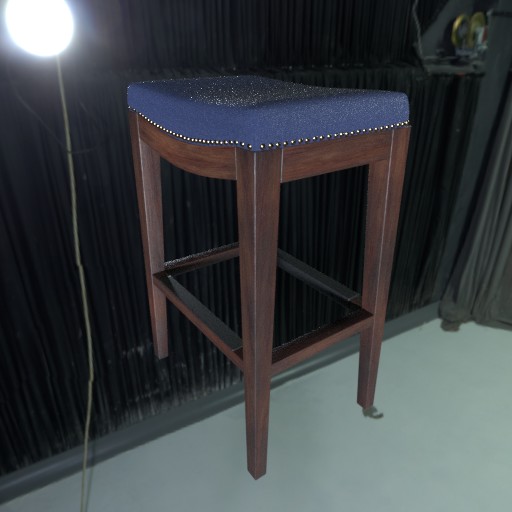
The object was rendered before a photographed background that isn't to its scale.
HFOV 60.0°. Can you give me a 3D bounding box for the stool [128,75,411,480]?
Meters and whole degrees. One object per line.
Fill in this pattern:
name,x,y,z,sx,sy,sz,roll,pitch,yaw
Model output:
stool,0.000,0.000,1.022,0.358,0.740,0.498,-18,31,-31
